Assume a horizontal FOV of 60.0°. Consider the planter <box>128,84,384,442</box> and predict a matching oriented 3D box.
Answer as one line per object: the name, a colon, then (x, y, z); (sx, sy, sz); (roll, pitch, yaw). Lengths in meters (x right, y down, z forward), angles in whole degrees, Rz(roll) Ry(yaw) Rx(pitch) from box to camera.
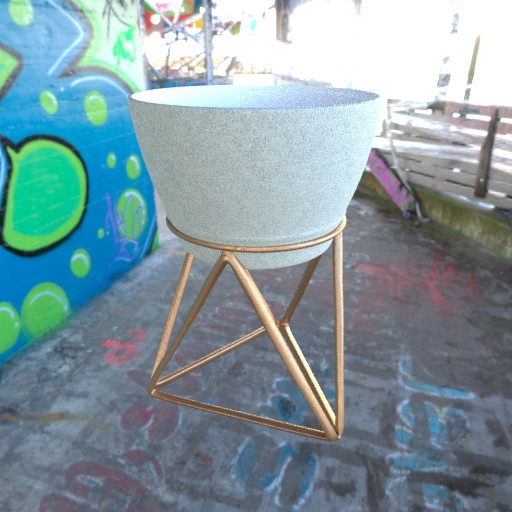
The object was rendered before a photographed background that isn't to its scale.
planter: (0.000, 0.000, 0.729); (0.350, 0.504, 0.350); (8, 26, 16)
